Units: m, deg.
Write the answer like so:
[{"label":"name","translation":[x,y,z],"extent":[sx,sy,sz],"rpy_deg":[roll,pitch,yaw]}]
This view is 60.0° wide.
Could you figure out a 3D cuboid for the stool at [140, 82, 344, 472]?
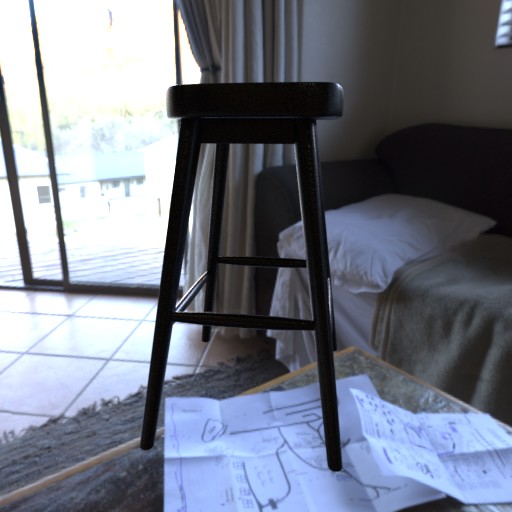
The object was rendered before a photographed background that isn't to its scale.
[{"label":"stool","translation":[0.000,0.000,0.885],"extent":[0.361,0.615,0.440],"rpy_deg":[3,17,8]}]
